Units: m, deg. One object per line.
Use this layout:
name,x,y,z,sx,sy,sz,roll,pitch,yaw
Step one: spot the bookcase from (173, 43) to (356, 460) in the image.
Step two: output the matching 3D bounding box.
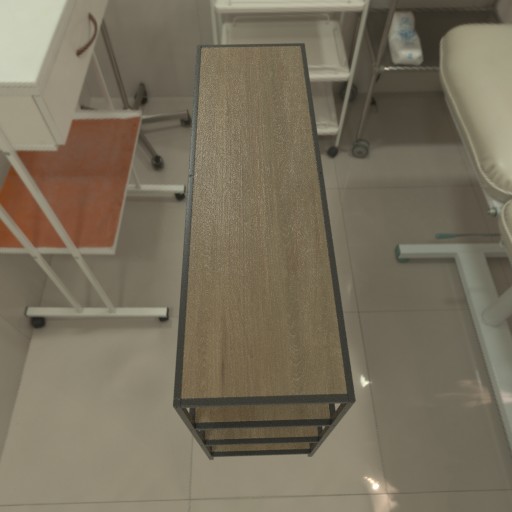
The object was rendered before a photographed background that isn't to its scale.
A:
bookcase,0.000,0.000,1.475,0.350,0.780,1.140,-1,59,-1
